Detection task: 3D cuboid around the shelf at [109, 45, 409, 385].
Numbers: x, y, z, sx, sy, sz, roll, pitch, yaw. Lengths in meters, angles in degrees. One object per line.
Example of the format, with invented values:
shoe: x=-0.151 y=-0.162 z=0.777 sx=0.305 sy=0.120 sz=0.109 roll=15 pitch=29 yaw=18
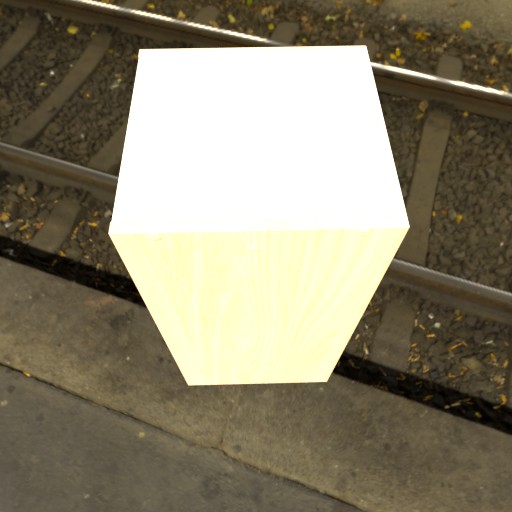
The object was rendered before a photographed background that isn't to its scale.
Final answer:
shelf: x=0.000 y=0.000 z=0.765 sx=0.297 sy=0.594 sz=0.290 roll=-1 pitch=60 yaw=-1
